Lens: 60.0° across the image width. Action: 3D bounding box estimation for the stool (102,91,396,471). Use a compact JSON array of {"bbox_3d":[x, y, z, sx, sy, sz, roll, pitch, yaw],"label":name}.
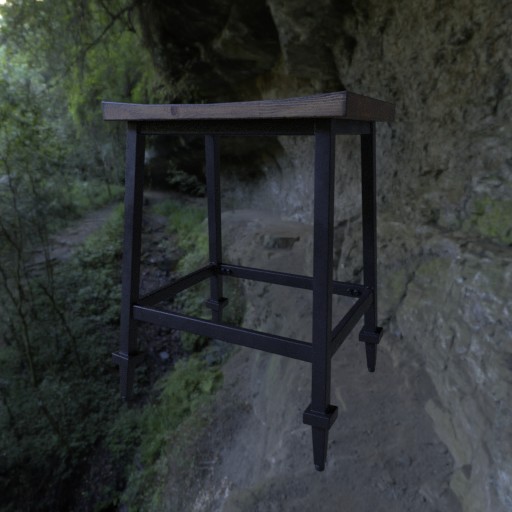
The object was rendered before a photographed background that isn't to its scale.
[{"bbox_3d":[0.000,0.000,0.954,0.486,0.625,0.405,8,18,27],"label":"stool"}]
